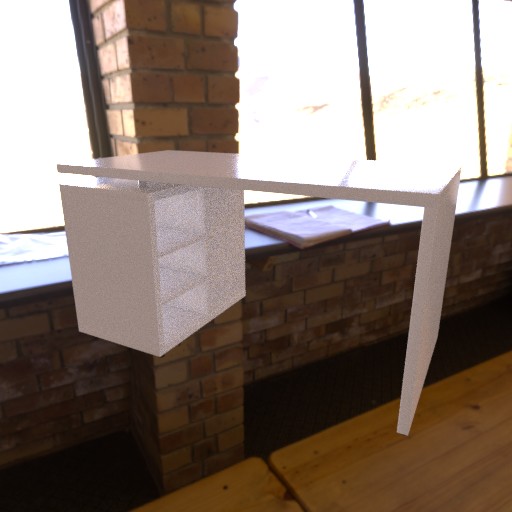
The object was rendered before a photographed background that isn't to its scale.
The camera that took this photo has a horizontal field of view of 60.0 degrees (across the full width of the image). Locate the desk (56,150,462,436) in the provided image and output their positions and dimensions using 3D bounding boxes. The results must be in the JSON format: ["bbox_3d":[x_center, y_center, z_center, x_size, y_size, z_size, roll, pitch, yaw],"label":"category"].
[{"bbox_3d":[0.000,0.000,1.817,1.400,0.740,0.690,10,20,27],"label":"desk"}]
